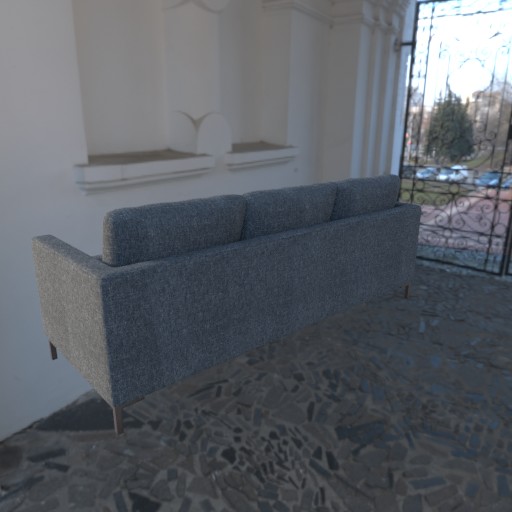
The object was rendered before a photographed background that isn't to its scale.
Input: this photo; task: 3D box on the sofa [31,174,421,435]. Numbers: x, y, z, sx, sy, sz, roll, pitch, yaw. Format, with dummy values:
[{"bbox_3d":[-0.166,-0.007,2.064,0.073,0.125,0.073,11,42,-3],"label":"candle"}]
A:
[{"bbox_3d":[0.000,0.000,2.618,2.218,0.874,0.859,-14,22,-39],"label":"sofa"}]
